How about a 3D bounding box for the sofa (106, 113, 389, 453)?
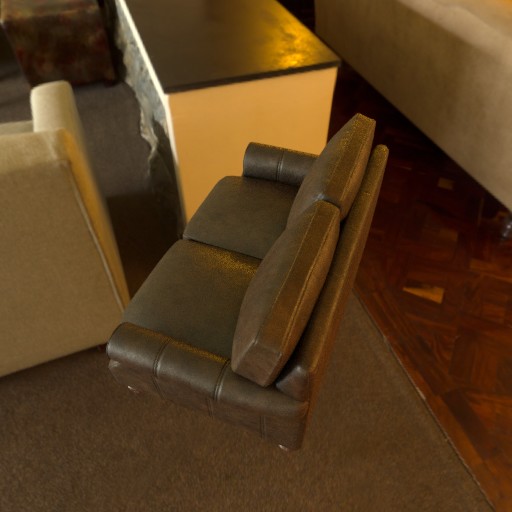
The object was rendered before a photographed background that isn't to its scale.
[{"bbox_3d":[0.000,0.000,2.264,0.990,0.976,1.616,16,49,14],"label":"sofa"}]
